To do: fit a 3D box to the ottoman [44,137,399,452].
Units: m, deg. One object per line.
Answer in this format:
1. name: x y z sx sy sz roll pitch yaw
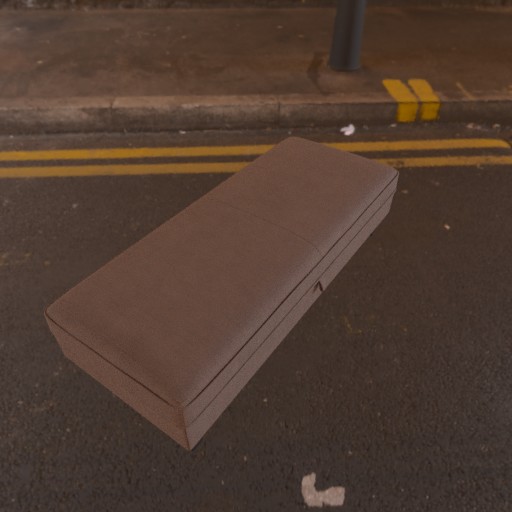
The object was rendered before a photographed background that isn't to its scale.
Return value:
1. ottoman: 0.000 0.000 2.124 0.751 0.470 1.764 25 47 26
